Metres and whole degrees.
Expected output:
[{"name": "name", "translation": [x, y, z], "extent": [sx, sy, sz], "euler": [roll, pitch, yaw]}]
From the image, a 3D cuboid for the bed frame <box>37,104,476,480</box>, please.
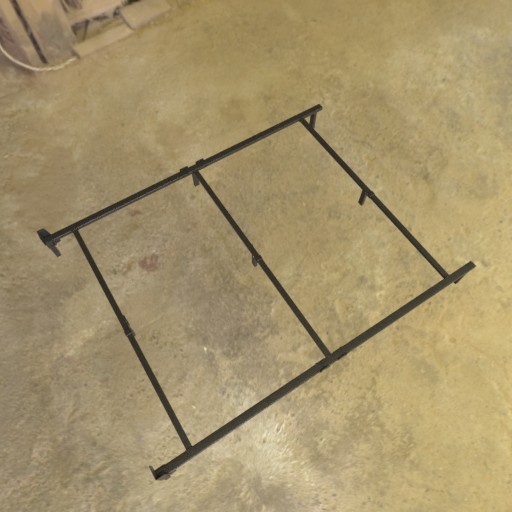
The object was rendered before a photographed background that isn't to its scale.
[{"name": "bed frame", "translation": [0.000, 0.000, 2.573], "extent": [1.990, 0.248, 1.498], "euler": [-30, 66, -14]}]
